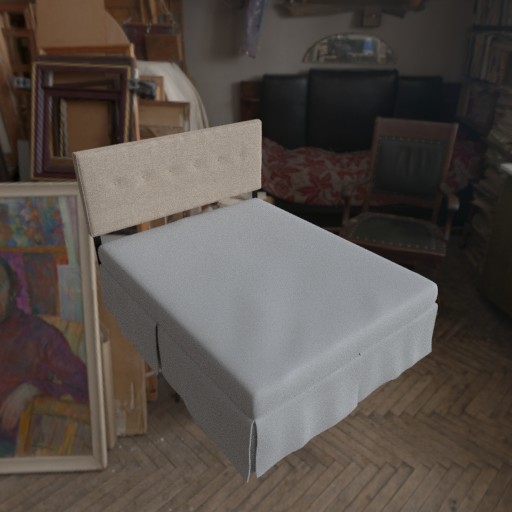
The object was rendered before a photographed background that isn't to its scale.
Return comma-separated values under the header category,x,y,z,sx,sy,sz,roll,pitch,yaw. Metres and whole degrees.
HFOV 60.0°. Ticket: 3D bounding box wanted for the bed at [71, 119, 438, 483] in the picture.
category,x,y,z,sx,sy,sz,roll,pitch,yaw
bed,0.000,0.000,3.010,1.643,1.270,1.978,-21,36,-33
